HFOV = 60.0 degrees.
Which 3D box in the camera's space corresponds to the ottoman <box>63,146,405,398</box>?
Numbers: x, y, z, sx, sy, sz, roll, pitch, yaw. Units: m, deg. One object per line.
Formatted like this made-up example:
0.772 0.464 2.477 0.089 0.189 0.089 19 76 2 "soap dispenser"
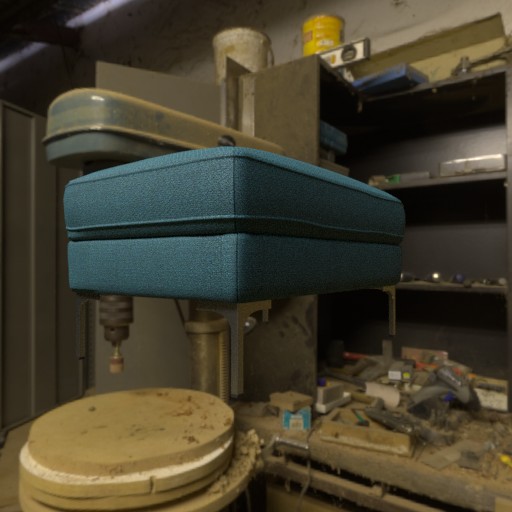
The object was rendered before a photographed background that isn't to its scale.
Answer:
0.000 0.000 1.221 0.563 0.498 0.856 0 -1 37 "ottoman"
